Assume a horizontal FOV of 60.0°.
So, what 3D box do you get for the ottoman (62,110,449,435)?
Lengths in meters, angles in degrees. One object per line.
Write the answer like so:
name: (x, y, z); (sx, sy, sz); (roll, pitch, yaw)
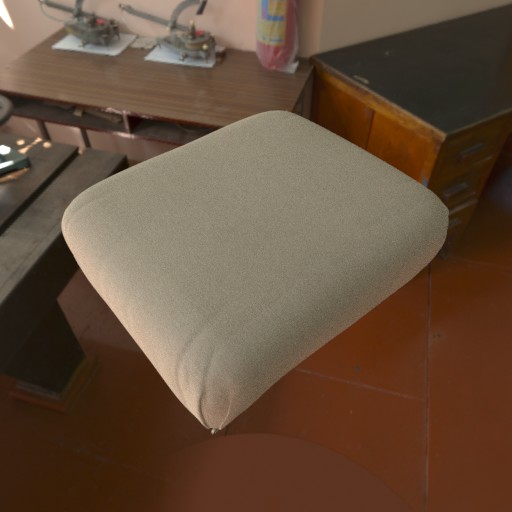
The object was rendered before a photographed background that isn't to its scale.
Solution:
ottoman: (0.000, 0.000, 1.136); (0.746, 0.450, 0.639); (-31, 54, -26)
